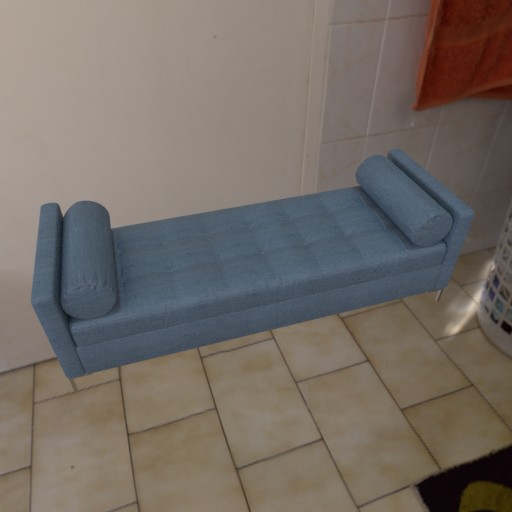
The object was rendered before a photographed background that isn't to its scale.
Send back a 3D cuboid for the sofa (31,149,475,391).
[{"bbox_3d":[0.000,0.000,2.316,1.981,0.635,0.686,-11,42,-13],"label":"sofa"}]
